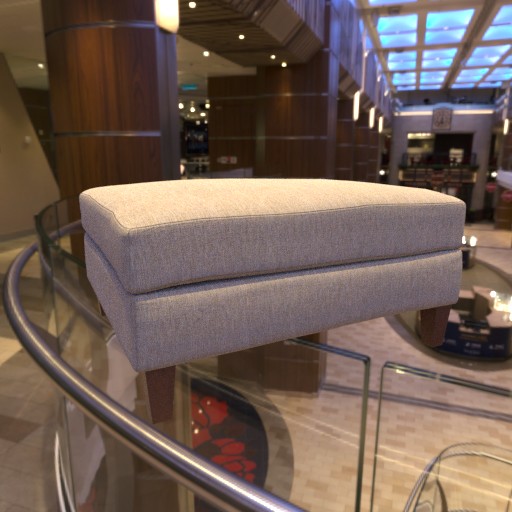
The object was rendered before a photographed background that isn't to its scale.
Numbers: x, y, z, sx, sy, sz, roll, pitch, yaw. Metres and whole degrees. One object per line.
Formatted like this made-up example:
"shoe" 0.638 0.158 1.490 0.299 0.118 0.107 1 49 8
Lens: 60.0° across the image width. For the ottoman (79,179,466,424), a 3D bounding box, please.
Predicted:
"ottoman" 0.000 0.000 1.435 0.976 0.492 0.836 -7 15 -26
